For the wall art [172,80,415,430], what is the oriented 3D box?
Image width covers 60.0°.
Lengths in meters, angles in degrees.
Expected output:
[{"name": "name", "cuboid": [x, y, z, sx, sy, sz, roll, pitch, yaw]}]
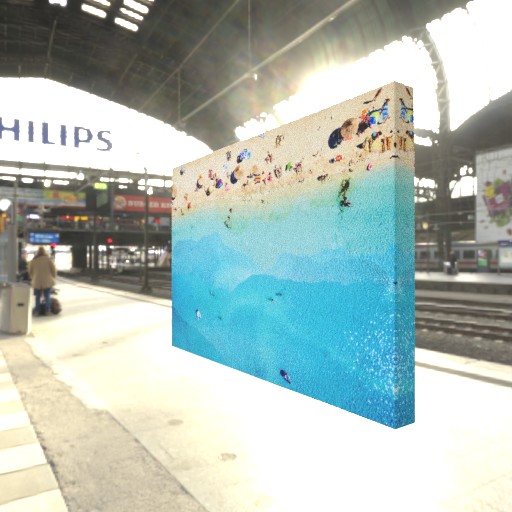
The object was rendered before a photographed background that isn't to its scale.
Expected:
[{"name": "wall art", "cuboid": [0.000, 0.000, 1.133, 0.057, 0.595, 0.894, 0, 0, -35]}]
